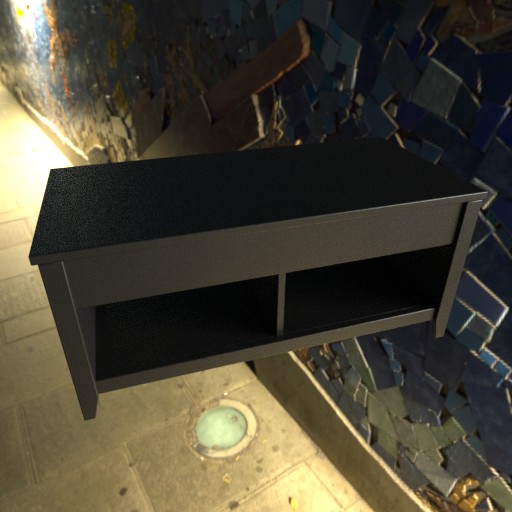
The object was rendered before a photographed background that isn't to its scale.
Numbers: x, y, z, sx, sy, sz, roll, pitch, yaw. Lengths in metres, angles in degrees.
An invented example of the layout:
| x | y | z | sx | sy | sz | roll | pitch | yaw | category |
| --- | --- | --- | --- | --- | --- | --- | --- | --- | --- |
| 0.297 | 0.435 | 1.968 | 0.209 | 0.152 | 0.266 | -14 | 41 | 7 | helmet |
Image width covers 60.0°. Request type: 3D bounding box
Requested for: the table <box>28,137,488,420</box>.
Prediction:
| x | y | z | sx | sy | sz | roll | pitch | yaw | category |
| --- | --- | --- | --- | --- | --- | --- | --- | --- | --- |
| 0.000 | 0.000 | 1.248 | 1.016 | 0.457 | 0.483 | -9 | 32 | -15 | table |
